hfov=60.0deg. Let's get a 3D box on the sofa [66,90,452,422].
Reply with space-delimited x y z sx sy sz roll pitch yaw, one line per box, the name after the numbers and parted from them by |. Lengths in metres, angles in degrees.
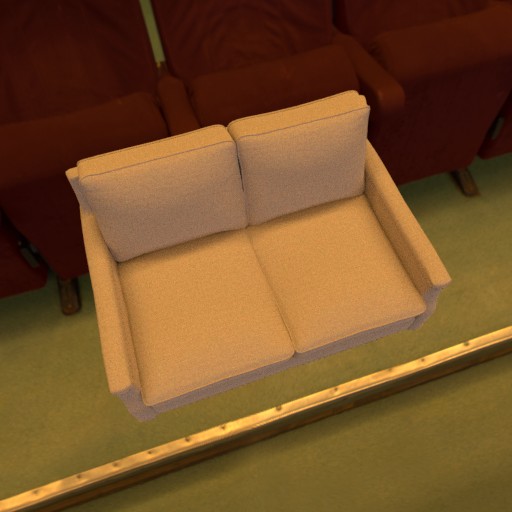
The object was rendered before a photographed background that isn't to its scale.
0.000 0.000 2.231 1.597 1.003 1.084 -17 65 -8 | sofa
